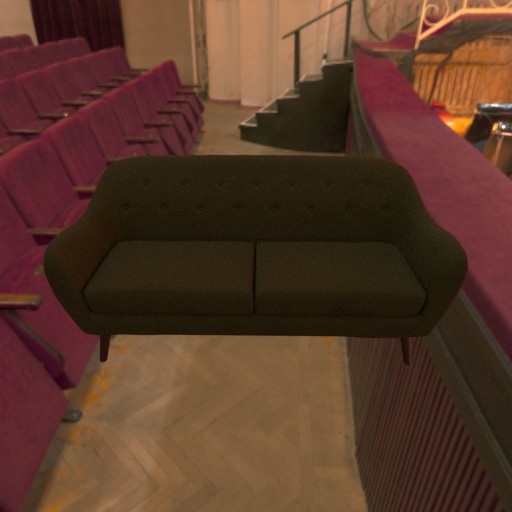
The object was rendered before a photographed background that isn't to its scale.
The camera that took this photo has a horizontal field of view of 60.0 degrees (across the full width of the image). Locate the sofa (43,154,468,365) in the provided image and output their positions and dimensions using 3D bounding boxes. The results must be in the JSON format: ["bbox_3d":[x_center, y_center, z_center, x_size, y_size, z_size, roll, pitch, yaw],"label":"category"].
[{"bbox_3d":[0.000,0.000,2.291,1.840,0.836,0.820,0,30,1],"label":"sofa"}]
